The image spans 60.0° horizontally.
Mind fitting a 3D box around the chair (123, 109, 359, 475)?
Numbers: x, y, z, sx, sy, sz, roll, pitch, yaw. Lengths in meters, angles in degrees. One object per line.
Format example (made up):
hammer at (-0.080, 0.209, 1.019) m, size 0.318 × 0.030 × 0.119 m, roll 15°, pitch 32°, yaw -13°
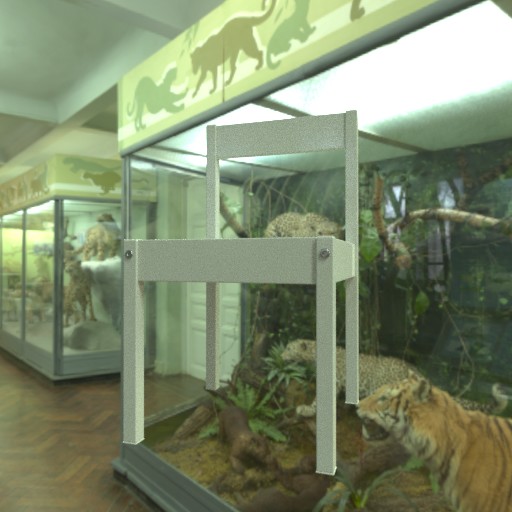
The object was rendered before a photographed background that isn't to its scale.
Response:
chair at (0.000, 0.000, 0.687) m, size 0.285 × 0.505 × 0.285 m, roll 0°, pitch 0°, yaw 19°
